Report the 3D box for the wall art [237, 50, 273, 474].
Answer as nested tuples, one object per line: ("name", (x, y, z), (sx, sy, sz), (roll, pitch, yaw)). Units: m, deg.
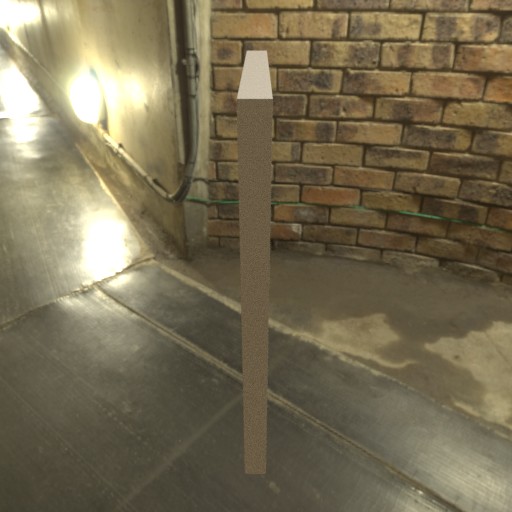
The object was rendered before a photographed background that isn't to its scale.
("wall art", (0.000, 0.000, 0.833), (0.038, 0.657, 0.450), (0, 31, 0))
